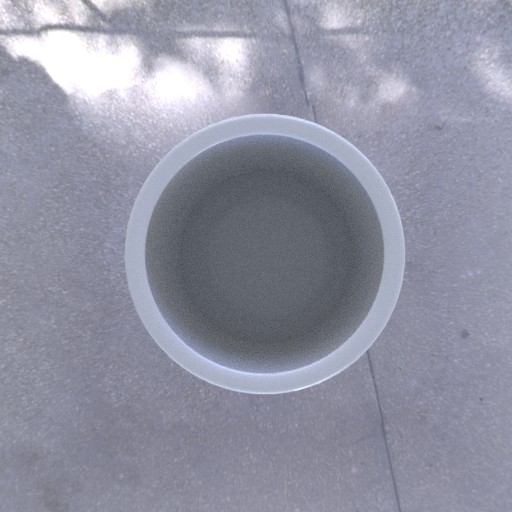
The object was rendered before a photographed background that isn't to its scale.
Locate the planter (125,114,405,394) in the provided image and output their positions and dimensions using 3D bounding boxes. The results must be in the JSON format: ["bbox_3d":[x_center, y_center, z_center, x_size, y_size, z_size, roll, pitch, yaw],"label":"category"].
[{"bbox_3d":[0.000,0.000,0.753,0.361,0.480,0.360,0,89,2],"label":"planter"}]
